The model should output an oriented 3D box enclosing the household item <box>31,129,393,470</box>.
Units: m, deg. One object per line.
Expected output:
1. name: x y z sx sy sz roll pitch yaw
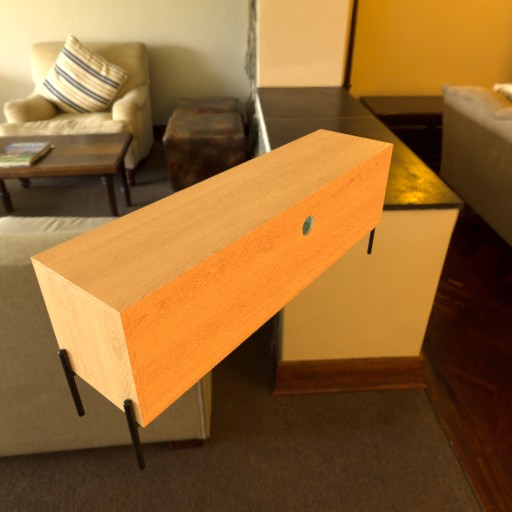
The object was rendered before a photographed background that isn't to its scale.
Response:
1. household item: 0.000 0.000 1.757 0.400 0.600 1.550 22 38 31
